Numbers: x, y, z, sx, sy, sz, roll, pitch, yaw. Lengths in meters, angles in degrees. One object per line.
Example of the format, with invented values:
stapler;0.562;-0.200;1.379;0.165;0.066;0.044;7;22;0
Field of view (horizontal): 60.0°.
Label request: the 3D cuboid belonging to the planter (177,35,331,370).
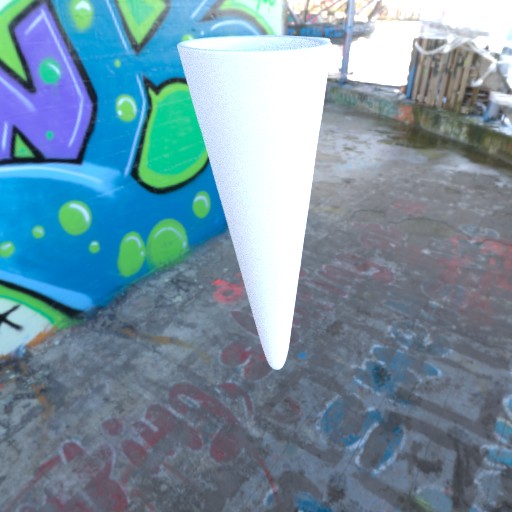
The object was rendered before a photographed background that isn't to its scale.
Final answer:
planter;0.000;0.000;0.221;0.057;0.193;0.064;19;36;29
